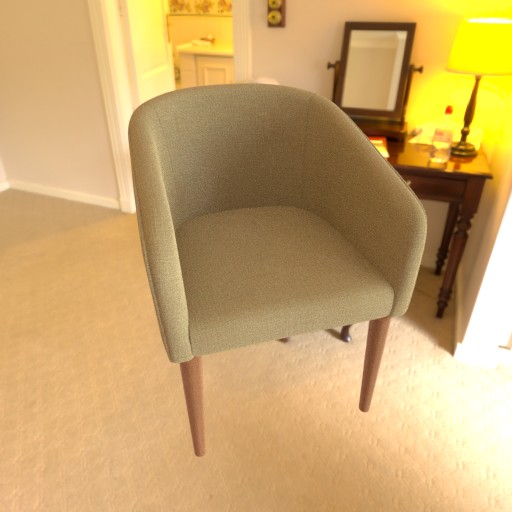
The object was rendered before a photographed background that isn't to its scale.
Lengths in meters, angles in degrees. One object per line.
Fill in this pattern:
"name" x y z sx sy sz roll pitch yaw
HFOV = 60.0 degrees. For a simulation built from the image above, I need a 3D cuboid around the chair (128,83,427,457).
"chair" 0.000 0.000 1.182 0.584 0.775 0.616 -9 32 -15
